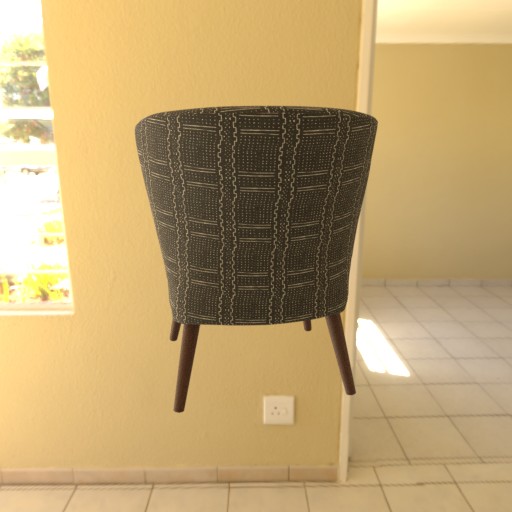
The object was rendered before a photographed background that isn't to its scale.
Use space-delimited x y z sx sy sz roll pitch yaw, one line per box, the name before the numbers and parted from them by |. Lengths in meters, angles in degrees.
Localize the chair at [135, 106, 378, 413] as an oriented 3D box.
chair | 0.000 0.000 1.441 0.710 0.866 0.758 -2 14 -10
